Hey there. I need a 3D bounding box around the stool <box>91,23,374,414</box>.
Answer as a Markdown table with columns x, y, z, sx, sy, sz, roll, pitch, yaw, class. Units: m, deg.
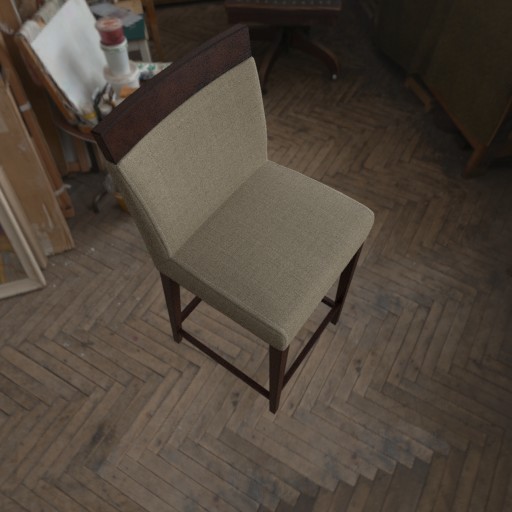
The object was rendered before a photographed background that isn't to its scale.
| x | y | z | sx | sy | sz | roll | pitch | yaw | class |
| --- | --- | --- | --- | --- | --- | --- | --- | --- | --- |
| 0.000 | 0.000 | 1.260 | 0.480 | 1.011 | 0.463 | 31 | 62 | 19 | stool |
